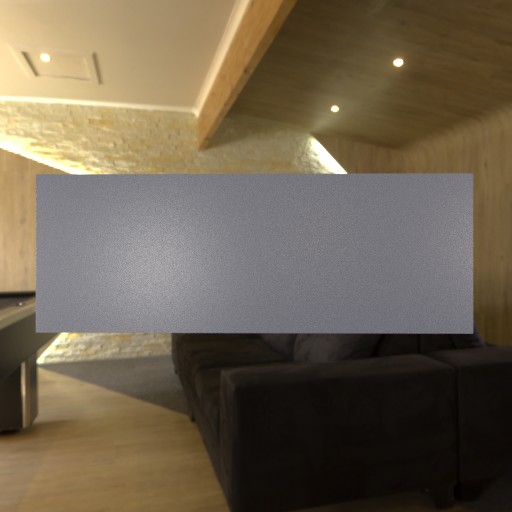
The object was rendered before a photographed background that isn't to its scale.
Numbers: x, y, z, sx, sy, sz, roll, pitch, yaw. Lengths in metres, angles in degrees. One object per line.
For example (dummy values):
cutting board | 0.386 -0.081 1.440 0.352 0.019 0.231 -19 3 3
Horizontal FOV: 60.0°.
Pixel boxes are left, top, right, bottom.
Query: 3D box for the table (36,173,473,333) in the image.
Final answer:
table | 0.000 0.000 1.212 0.801 0.299 0.801 0 0 1
